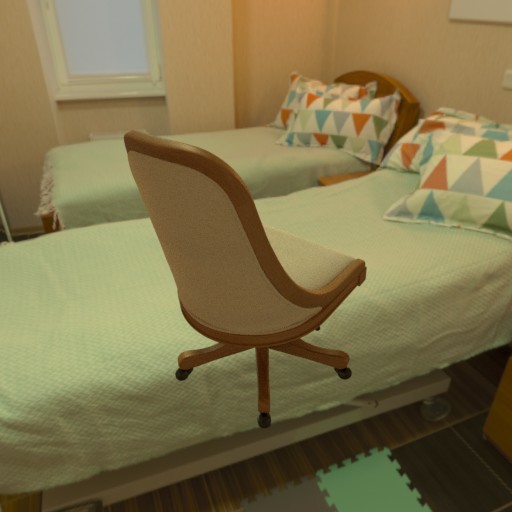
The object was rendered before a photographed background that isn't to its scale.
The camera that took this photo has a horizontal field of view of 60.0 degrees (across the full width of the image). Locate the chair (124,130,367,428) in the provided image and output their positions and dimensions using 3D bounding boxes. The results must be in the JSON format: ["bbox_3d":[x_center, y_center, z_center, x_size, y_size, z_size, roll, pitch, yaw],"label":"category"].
[{"bbox_3d":[0.000,0.000,1.567,0.702,1.009,0.811,22,37,33],"label":"chair"}]
